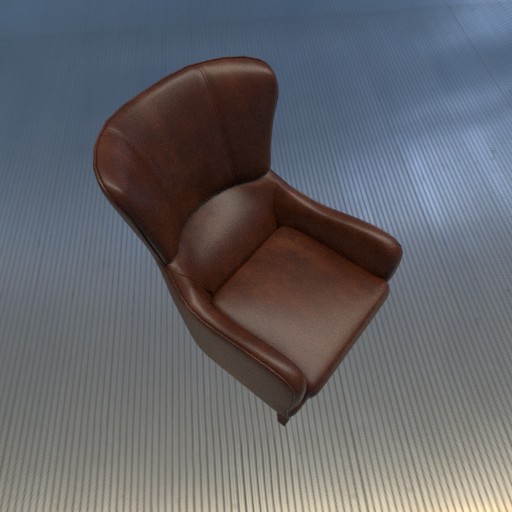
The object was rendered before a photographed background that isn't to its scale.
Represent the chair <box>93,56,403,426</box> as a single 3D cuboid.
[{"bbox_3d":[0.000,0.000,1.632,0.914,1.048,0.692,34,63,20],"label":"chair"}]
